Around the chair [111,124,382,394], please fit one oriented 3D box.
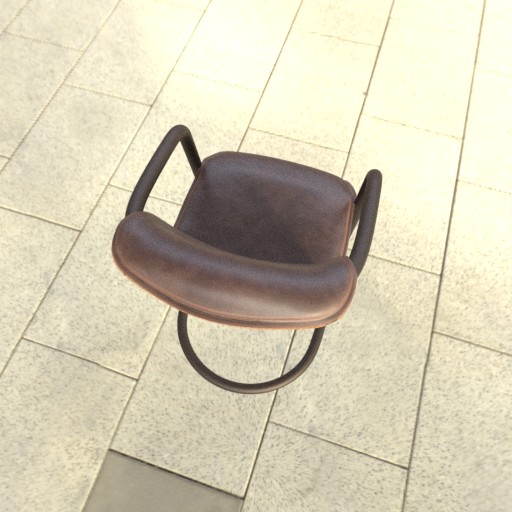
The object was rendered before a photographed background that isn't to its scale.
[{"bbox_3d":[0.000,0.000,1.265,0.536,0.836,0.664,15,66,7],"label":"chair"}]
